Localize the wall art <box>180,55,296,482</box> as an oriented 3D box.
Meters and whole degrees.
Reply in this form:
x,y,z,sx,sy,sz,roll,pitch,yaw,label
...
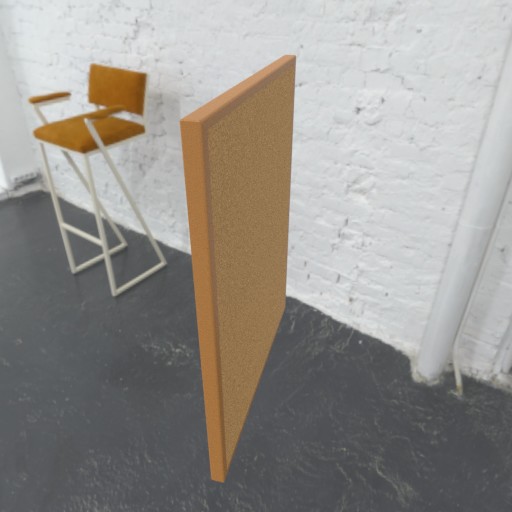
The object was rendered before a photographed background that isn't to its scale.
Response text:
x,y,z,sx,sy,sz,roll,pitch,yaw,label
0.000,0.000,0.729,0.022,0.553,0.452,8,32,13,wall art
